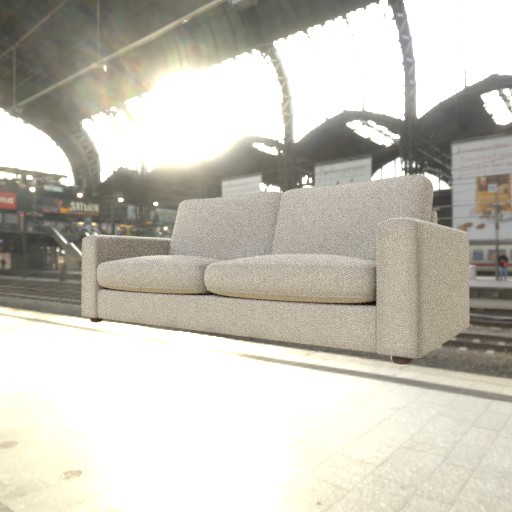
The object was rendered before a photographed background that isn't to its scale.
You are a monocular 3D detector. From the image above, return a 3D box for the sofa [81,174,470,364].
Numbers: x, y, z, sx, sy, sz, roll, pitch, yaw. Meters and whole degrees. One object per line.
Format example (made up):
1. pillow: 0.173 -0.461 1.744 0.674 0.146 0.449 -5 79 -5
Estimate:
1. sofa: 0.000 0.000 2.667 2.179 0.873 1.016 0 -1 36
